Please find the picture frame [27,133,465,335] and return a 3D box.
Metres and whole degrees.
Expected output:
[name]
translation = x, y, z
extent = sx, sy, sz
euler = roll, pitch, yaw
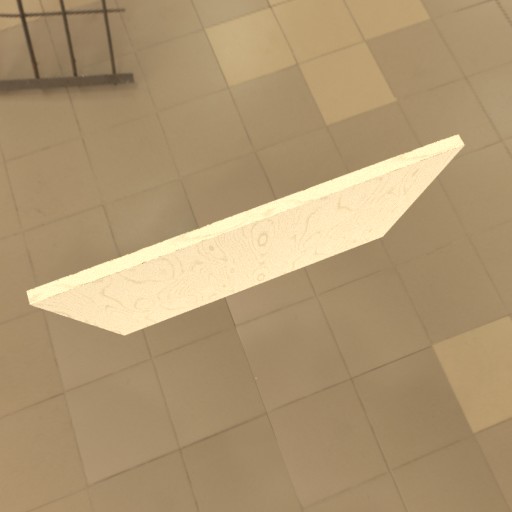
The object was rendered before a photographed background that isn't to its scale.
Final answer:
[picture frame]
translation = 0.000, 0.000, 1.216
extent = 0.950, 0.640, 0.029
euler = -21, 76, -6
